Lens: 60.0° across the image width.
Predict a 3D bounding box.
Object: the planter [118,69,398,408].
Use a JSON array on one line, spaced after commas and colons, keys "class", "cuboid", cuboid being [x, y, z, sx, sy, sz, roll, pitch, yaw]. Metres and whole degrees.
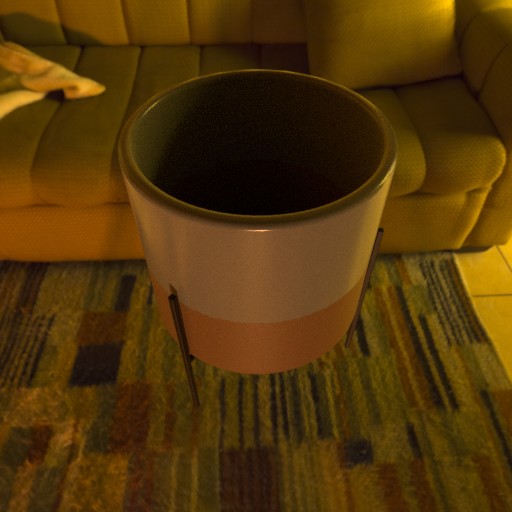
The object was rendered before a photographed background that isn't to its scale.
[{"class": "planter", "cuboid": [0.000, 0.000, 0.733, 0.348, 0.480, 0.360, -18, 50, -15]}]
